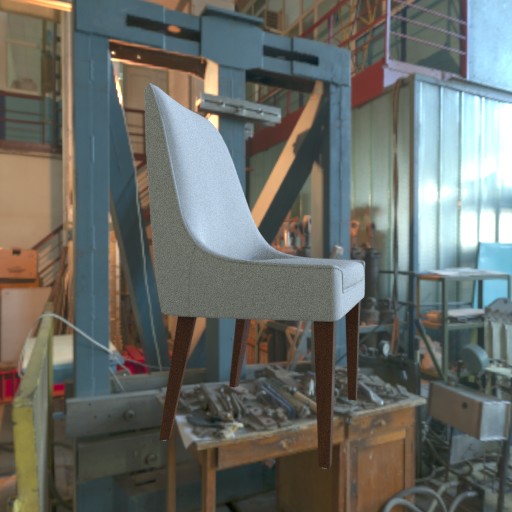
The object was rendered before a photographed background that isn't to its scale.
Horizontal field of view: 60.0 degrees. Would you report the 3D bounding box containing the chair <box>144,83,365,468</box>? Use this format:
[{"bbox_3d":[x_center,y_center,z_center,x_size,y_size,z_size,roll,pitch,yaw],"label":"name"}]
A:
[{"bbox_3d":[0.000,0.000,1.184,0.544,0.861,0.529,0,1,20],"label":"chair"}]
